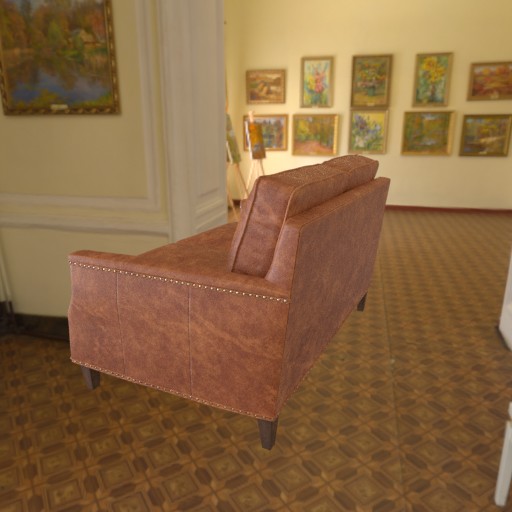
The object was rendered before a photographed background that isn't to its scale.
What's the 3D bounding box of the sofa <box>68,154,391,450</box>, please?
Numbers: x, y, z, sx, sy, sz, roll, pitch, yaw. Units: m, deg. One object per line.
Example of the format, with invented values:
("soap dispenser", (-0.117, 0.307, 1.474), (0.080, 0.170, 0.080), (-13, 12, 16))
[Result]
("sofa", (0.000, 0.000, 2.320), (1.084, 1.003, 1.597), (8, 18, 25))
